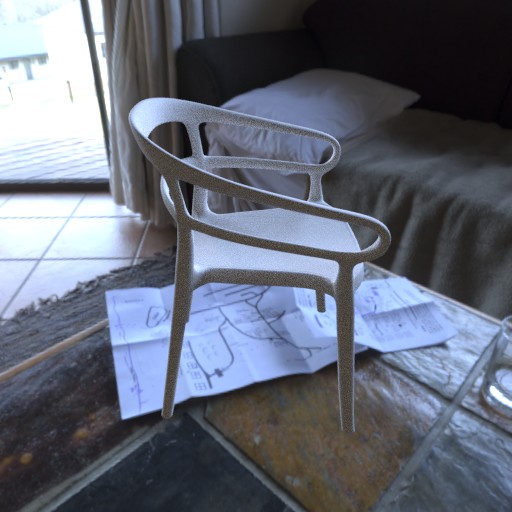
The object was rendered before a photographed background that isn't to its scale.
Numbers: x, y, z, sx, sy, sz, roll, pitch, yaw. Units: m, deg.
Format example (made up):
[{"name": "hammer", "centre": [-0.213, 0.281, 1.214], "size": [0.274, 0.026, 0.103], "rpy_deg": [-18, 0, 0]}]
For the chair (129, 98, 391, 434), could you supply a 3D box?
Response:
[{"name": "chair", "centre": [0.000, 0.000, 1.156], "size": [0.527, 0.761, 0.559], "rpy_deg": [0, 31, -1]}]
